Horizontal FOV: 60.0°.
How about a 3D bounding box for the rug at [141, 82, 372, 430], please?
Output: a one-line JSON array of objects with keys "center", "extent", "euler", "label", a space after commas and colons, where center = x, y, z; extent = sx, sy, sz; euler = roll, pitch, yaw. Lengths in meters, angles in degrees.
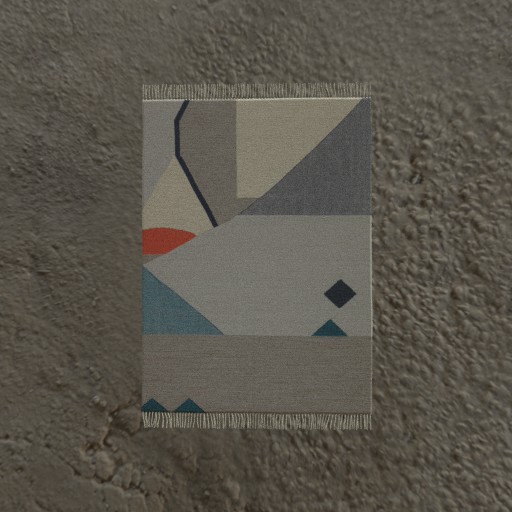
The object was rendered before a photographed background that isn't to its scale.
[{"center": [0.000, 0.000, 2.342], "extent": [1.220, 0.005, 1.828], "euler": [0, 90, 2], "label": "rug"}]
